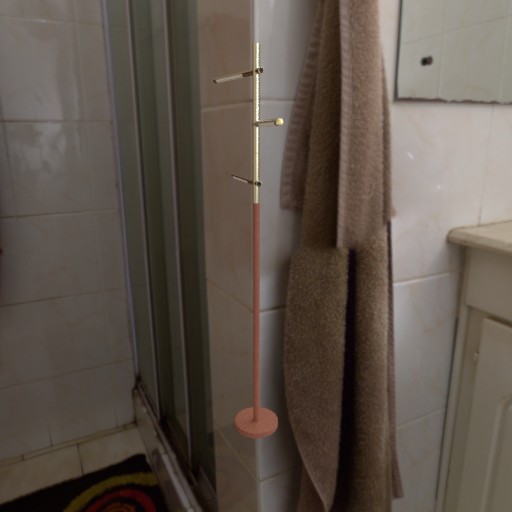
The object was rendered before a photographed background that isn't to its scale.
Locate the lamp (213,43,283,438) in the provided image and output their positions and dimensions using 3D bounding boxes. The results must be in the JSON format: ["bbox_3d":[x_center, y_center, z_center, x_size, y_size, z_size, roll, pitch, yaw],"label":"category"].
[{"bbox_3d":[0.000,0.000,1.943,0.209,1.704,0.737,-7,17,-24],"label":"lamp"}]
